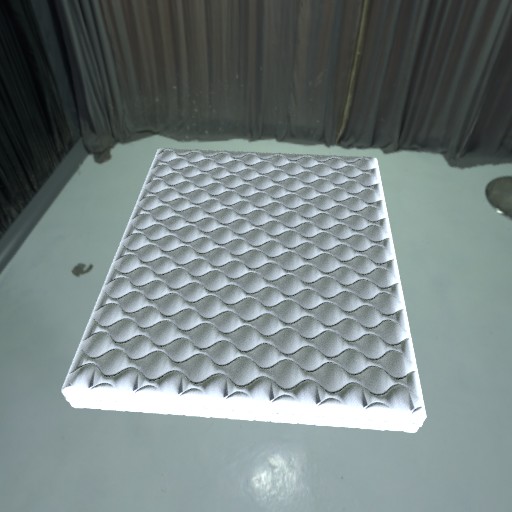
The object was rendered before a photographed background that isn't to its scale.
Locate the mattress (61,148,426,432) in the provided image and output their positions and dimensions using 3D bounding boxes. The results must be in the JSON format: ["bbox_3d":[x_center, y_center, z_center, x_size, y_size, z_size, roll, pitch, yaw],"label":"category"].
[{"bbox_3d":[0.000,0.000,2.610,1.600,0.200,1.900,3,47,3],"label":"mattress"}]
